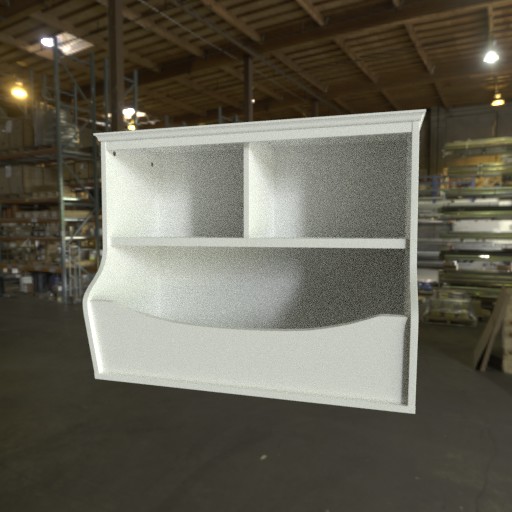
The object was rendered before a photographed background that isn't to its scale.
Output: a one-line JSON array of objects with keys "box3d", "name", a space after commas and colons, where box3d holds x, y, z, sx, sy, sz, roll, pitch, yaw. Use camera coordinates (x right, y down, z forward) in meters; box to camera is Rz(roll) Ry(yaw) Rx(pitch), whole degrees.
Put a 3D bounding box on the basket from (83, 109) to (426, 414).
[{"box3d": [0.000, 0.000, 1.146, 0.792, 0.625, 0.376, 1, 3, 16], "name": "basket"}]
